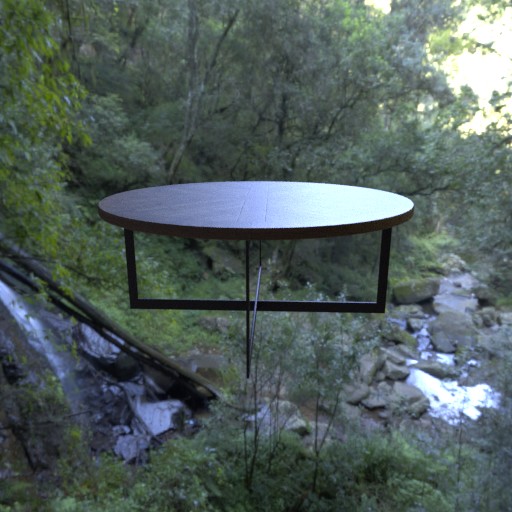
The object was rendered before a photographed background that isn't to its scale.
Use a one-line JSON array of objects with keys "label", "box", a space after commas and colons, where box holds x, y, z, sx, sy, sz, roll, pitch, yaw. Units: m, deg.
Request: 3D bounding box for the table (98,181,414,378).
[{"label": "table", "box": [0.000, 0.000, 1.939, 1.264, 0.516, 1.264, 0, 16, 0]}]
